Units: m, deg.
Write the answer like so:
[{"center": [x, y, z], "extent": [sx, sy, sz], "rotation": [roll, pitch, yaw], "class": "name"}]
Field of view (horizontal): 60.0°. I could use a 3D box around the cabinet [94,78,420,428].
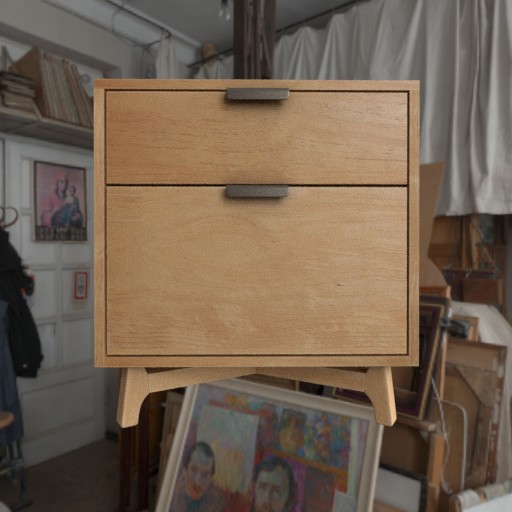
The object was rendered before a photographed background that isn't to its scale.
[{"center": [0.000, 0.000, 0.927], "extent": [0.551, 0.599, 0.394], "rotation": [0, 0, -1], "class": "cabinet"}]
